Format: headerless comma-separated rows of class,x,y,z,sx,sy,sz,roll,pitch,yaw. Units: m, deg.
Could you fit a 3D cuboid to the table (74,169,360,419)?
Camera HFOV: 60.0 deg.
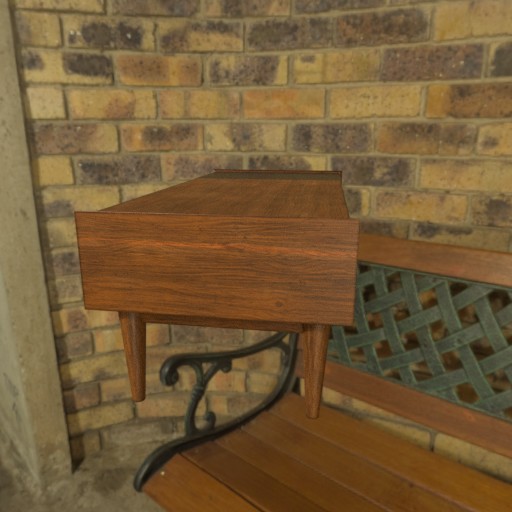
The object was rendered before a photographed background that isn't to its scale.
table,0.000,0.000,1.569,0.610,0.508,1.221,2,15,9
